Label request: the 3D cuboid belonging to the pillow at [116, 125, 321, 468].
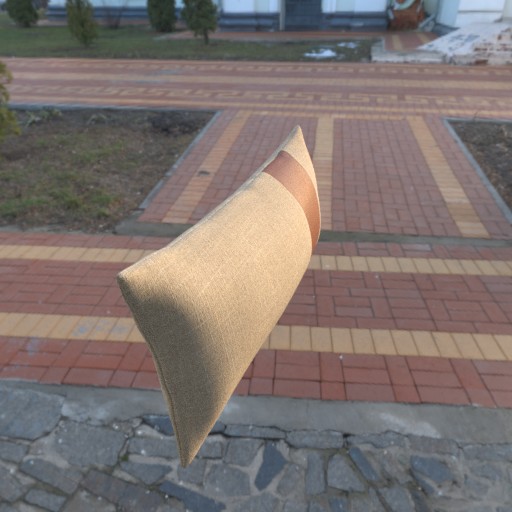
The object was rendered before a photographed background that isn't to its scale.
[{"bbox_3d":[0.000,0.000,0.738,0.155,0.282,0.612,11,33,18],"label":"pillow"}]
